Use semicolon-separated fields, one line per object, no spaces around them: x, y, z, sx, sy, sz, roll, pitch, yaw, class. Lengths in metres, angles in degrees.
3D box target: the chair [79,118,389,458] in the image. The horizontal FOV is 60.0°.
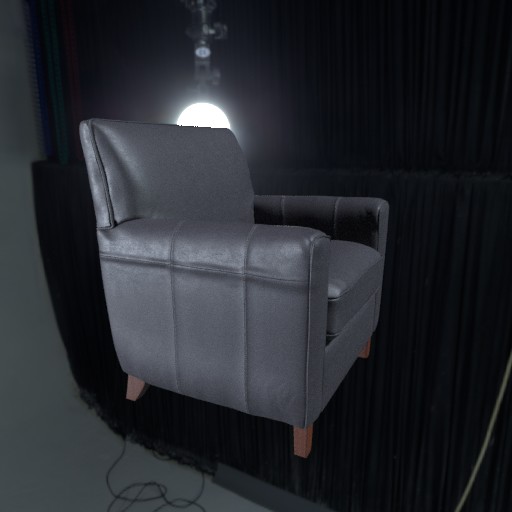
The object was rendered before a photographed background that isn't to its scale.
0.000;0.000;1.620;0.825;0.943;0.870;7;16;27;chair
